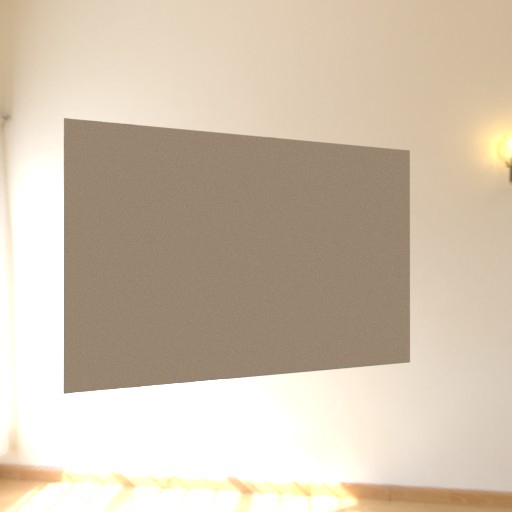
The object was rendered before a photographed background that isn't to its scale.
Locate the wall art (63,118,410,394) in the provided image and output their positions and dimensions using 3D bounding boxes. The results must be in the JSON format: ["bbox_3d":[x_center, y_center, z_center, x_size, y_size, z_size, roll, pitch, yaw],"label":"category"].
[{"bbox_3d":[0.000,0.000,1.124,0.894,0.595,0.057,0,0,-19],"label":"wall art"}]
